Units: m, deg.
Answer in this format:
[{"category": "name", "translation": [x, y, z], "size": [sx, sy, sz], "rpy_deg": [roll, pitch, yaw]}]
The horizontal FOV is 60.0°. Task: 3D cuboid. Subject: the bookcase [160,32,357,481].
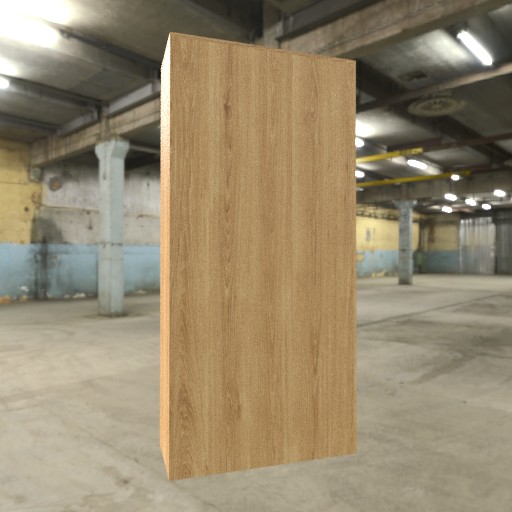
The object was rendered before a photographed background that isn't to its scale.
[{"category": "bookcase", "translation": [0.000, 0.000, 2.335], "size": [0.950, 2.020, 0.420], "rpy_deg": [0, -1, -18]}]
